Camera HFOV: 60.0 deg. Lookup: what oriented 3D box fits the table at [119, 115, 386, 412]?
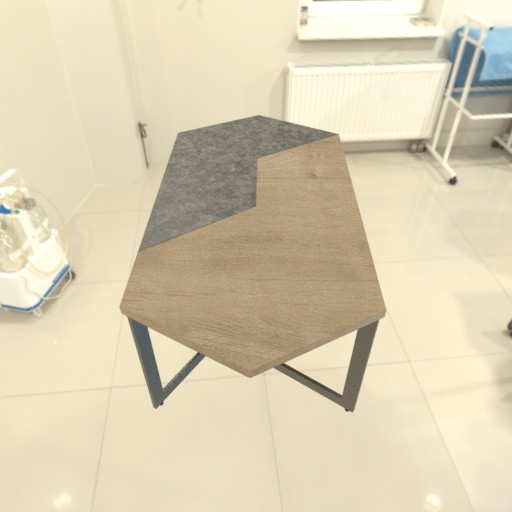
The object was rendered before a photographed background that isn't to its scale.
[{"bbox_3d":[0.000,0.000,1.492,0.609,0.457,1.219,1,41,1],"label":"table"}]
